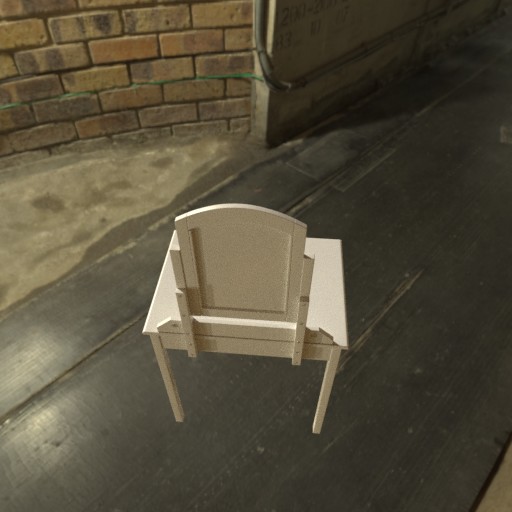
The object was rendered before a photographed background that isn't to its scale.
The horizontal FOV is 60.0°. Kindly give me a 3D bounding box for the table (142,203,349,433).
[{"bbox_3d":[0.000,0.000,2.333,0.876,1.631,1.211,4,46,3],"label":"table"}]
